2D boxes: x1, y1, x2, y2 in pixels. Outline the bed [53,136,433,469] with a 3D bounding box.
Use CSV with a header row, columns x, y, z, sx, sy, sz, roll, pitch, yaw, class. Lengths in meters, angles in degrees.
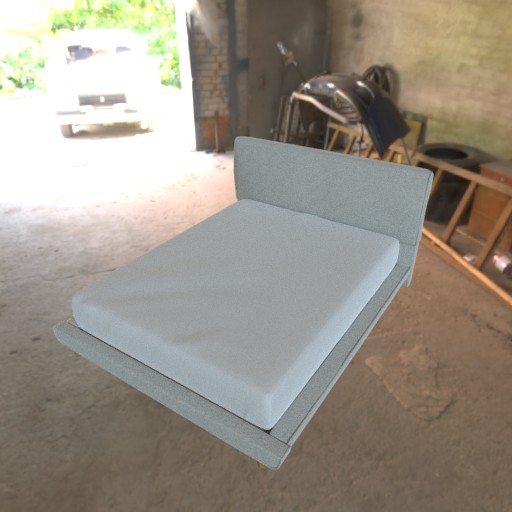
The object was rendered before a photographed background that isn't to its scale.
x,y,z,sx,sy,sz,roll,pitch,yaw,class
0.000,0.000,3.543,1.980,1.126,2.498,18,35,29,bed
